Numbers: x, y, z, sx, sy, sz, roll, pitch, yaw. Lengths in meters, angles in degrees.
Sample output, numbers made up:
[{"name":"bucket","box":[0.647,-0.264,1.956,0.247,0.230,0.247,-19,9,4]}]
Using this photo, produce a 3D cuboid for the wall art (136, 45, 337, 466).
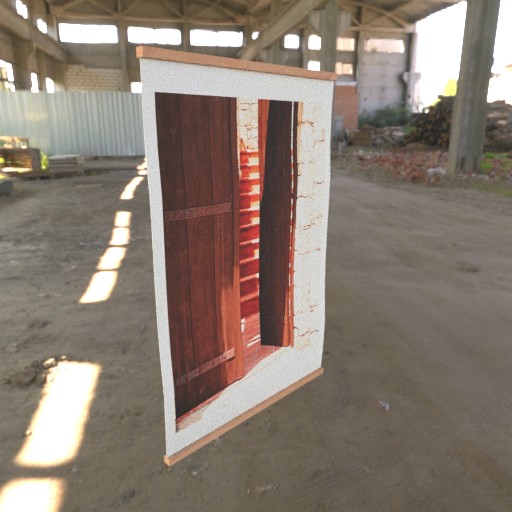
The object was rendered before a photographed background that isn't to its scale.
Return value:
[{"name":"wall art","box":[0.000,0.000,0.631,0.332,0.508,0.012,-15,22,-42]}]
